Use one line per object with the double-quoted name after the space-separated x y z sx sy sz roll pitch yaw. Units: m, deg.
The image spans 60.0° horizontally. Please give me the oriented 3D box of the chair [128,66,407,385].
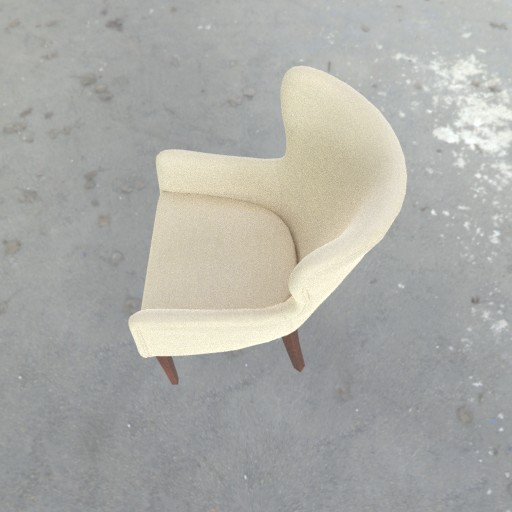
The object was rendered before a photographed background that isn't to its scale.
0.000 0.000 1.497 0.744 0.990 0.696 0 58 0 "chair"
